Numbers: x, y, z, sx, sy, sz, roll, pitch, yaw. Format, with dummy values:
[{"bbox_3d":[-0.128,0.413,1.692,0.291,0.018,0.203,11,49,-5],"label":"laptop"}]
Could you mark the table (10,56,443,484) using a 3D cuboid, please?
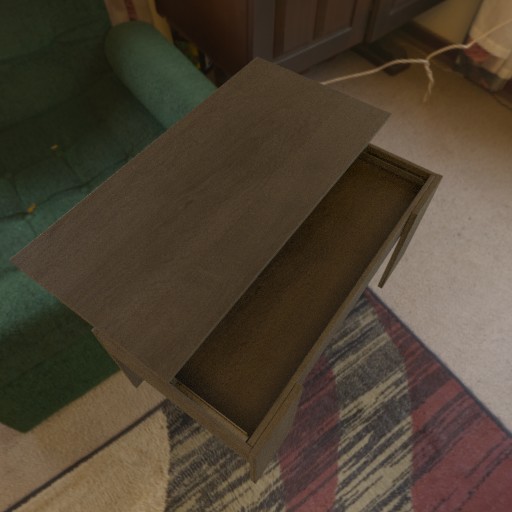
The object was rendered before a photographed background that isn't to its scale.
[{"bbox_3d":[0.000,0.000,1.388,0.711,0.570,1.000,31,62,19],"label":"table"}]
